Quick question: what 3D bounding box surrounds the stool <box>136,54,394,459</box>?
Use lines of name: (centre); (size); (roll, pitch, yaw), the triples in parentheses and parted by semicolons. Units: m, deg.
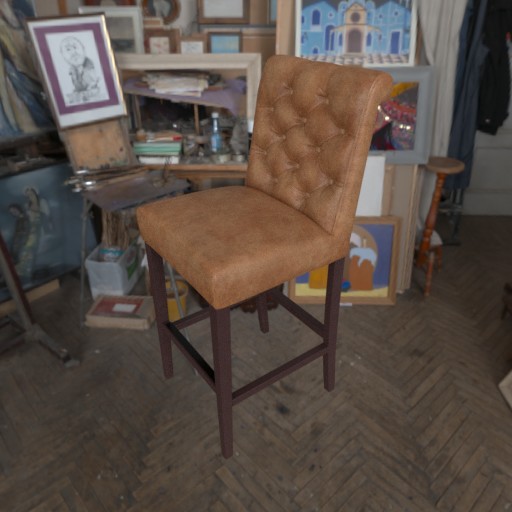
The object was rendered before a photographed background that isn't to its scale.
stool: (0.000, 0.000, 1.453); (0.601, 1.140, 0.493); (-21, 37, -30)
